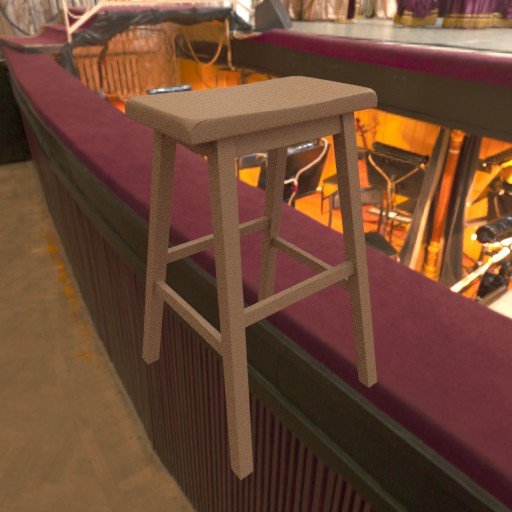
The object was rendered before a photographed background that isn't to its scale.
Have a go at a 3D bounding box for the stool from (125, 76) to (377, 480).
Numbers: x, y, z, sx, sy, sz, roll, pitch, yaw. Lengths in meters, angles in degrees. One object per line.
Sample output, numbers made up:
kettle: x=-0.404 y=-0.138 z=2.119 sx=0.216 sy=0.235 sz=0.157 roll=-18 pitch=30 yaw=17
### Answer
stool: x=0.000 y=0.000 z=1.051 sx=0.457 sy=0.737 sz=0.476 roll=-22 pitch=37 yaw=-32
